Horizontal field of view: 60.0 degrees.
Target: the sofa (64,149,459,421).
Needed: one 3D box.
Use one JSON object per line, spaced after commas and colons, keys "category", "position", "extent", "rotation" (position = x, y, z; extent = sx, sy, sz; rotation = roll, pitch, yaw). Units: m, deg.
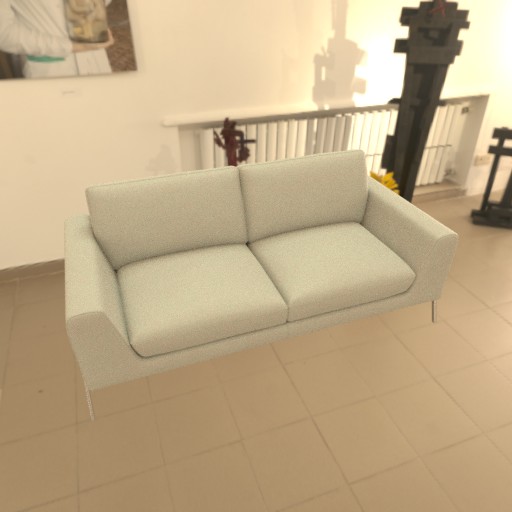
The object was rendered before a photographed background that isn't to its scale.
{"category": "sofa", "position": [0.000, 0.000, 2.542], "extent": [2.017, 0.875, 0.953], "rotation": [-11, 34, -17]}
